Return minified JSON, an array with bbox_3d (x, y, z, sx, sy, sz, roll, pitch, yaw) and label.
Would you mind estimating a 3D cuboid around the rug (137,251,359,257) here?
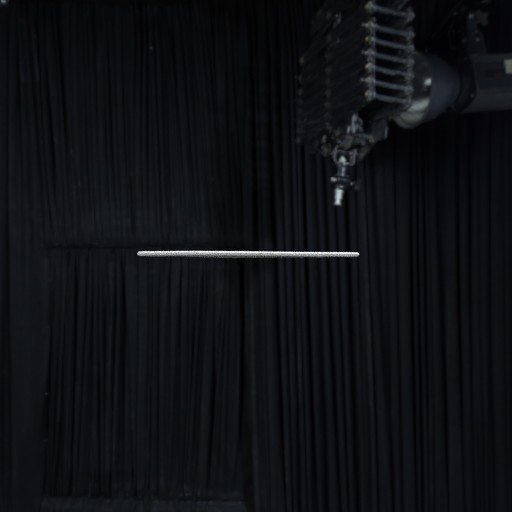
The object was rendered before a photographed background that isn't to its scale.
[{"bbox_3d":[0.000,0.000,2.359,0.645,0.015,2.182,0,0,1],"label":"rug"}]
